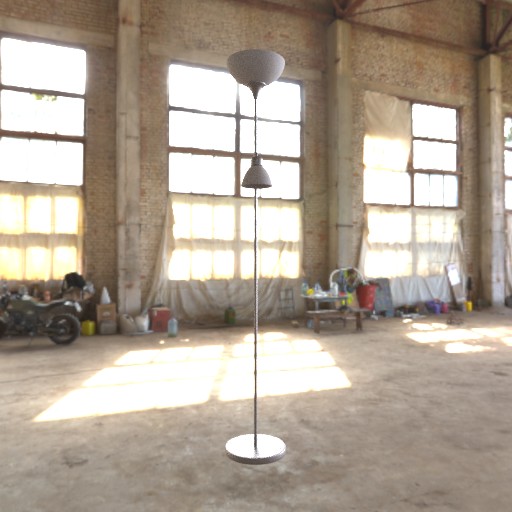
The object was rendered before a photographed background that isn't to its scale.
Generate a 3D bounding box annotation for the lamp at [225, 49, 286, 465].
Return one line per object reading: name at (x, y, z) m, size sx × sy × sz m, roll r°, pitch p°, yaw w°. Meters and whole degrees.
lamp at (0.000, 0.000, 1.979) m, size 0.279 × 1.804 × 0.425 m, roll 0°, pitch -1°, yaw -1°
